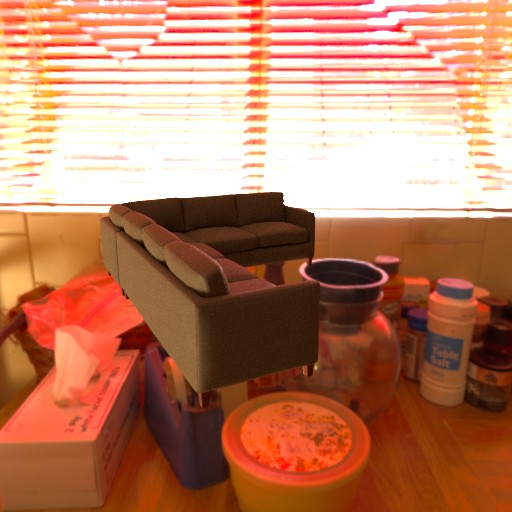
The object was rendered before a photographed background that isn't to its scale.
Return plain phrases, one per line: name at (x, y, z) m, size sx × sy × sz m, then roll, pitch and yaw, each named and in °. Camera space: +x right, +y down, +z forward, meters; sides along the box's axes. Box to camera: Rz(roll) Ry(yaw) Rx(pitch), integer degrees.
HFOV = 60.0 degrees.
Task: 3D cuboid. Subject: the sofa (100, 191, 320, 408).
sofa at (0.000, 0.000, 4.612) m, size 2.593 × 0.947 × 3.302 m, roll -8°, pitch 17°, yaw -27°
